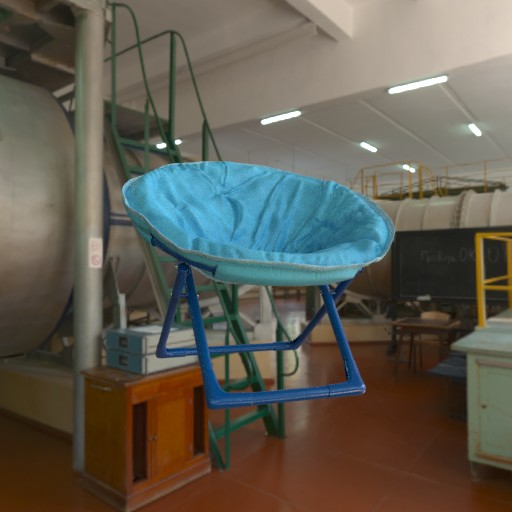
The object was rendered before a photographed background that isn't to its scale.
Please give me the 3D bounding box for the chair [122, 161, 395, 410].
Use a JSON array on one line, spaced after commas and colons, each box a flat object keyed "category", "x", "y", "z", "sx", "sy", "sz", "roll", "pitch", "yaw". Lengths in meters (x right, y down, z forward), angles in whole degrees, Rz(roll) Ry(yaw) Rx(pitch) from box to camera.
[{"category": "chair", "x": 0.000, "y": 0.000, "z": 0.895, "sx": 0.520, "sy": 0.478, "sz": 0.465, "roll": 0, "pitch": -1, "yaw": -17}]
